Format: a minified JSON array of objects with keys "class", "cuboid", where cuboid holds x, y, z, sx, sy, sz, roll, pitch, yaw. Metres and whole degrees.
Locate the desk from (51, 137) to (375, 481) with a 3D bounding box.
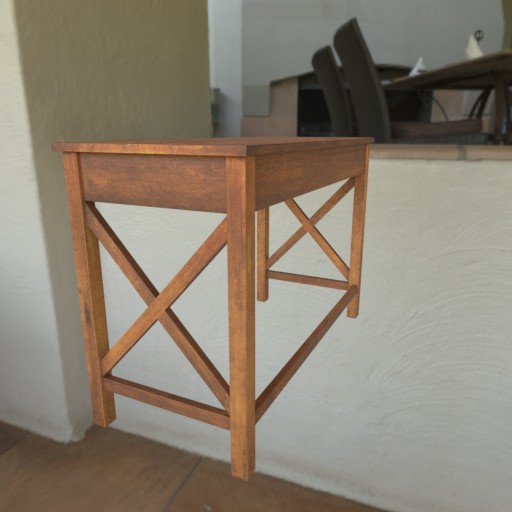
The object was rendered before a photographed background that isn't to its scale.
[{"class":"desk","cuboid":[0.000,0.000,1.497,0.508,0.762,1.117,8,17,25]}]
